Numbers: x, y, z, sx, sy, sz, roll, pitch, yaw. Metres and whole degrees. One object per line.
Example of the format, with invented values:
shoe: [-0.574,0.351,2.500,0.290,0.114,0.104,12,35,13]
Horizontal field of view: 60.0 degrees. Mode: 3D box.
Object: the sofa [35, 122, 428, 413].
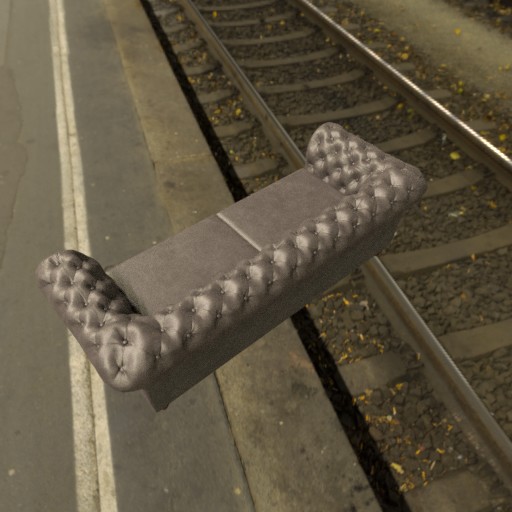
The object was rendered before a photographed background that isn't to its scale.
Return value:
sofa: [0.000,0.000,2.879,2.385,0.783,0.944,-31,54,-26]
